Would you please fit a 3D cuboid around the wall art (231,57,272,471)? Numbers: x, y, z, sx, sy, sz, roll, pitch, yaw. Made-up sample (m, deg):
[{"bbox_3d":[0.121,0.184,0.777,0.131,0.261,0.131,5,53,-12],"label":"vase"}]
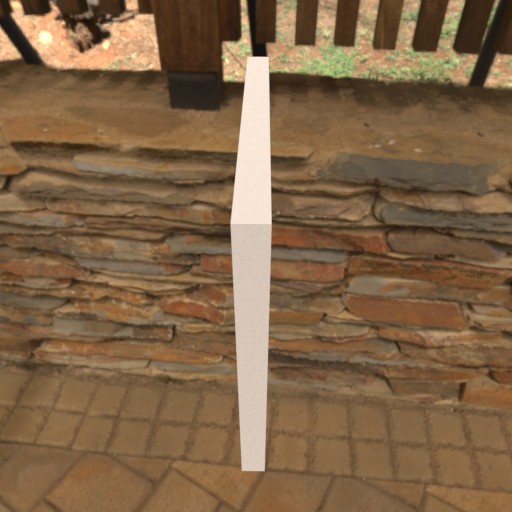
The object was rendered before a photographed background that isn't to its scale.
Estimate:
[{"bbox_3d":[0.000,0.000,1.948,0.098,1.291,1.289,1,40,1],"label":"wall art"}]
